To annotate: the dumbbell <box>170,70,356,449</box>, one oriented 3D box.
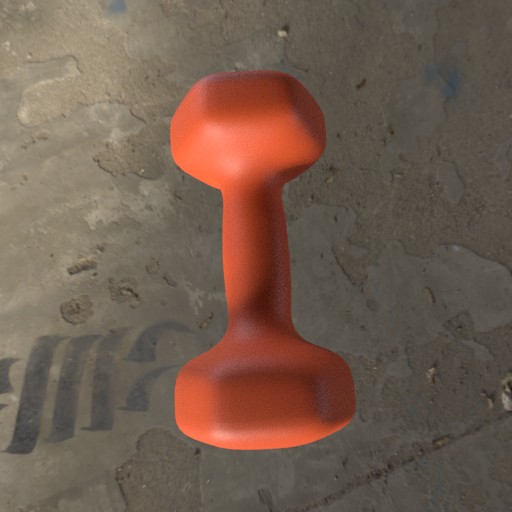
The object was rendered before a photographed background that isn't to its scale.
[{"bbox_3d":[0.000,0.000,0.206,0.079,0.071,0.162,-3,76,-1],"label":"dumbbell"}]
